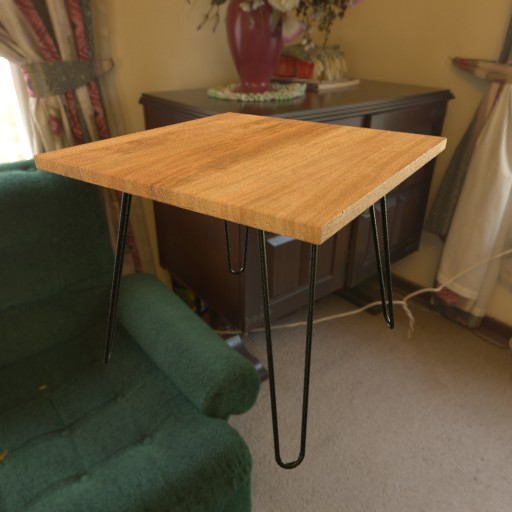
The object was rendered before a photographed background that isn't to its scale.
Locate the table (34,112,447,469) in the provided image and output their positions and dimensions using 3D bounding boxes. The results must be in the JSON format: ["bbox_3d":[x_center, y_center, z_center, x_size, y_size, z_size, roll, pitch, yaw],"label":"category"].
[{"bbox_3d":[0.000,0.000,1.008,0.599,0.500,0.599,17,32,30],"label":"table"}]
